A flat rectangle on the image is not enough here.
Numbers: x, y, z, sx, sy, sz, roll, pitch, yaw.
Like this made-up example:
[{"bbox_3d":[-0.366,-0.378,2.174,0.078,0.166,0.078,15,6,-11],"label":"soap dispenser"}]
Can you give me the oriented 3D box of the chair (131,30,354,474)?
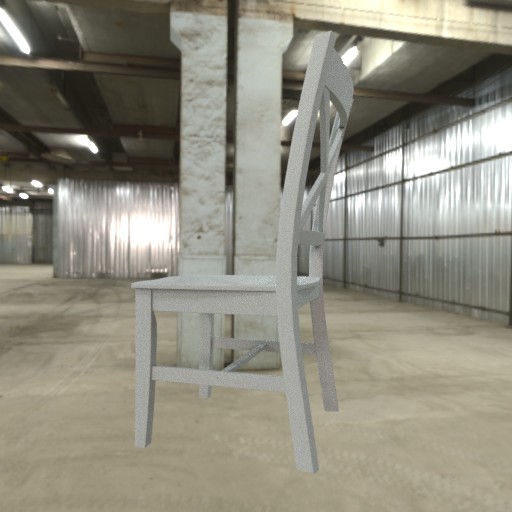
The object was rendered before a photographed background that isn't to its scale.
[{"bbox_3d":[0.000,0.000,1.268,0.542,0.983,0.485,0,1,17],"label":"chair"}]
